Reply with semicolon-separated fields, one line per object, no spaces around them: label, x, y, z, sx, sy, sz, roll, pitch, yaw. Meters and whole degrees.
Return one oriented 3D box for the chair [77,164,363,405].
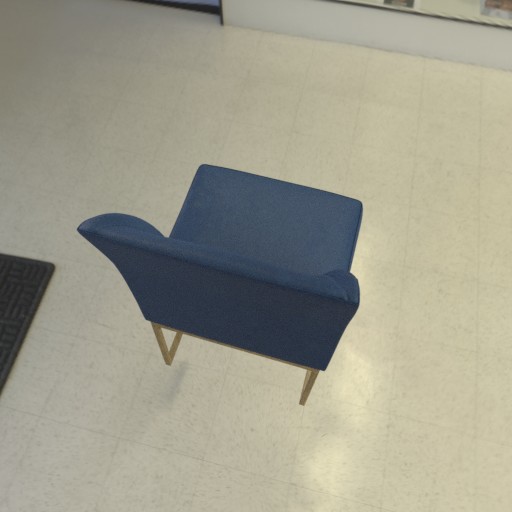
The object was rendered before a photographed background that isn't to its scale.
chair;0.000;0.000;1.177;0.508;0.863;0.522;15;64;7
